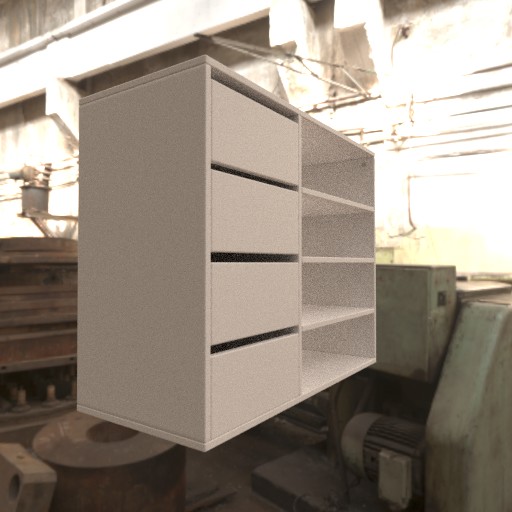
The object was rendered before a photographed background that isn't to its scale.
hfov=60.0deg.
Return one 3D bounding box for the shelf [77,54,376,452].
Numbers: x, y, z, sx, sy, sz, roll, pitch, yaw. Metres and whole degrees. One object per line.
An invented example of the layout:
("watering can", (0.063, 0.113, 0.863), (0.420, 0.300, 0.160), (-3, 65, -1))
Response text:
("shelf", (0.000, 0.000, 1.293), (0.396, 0.732, 0.895), (-1, -1, 35))
